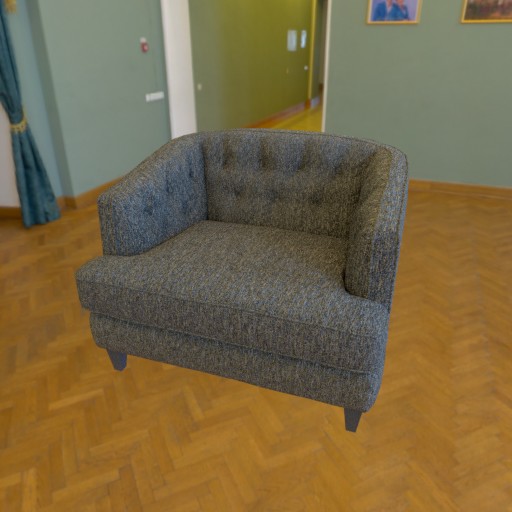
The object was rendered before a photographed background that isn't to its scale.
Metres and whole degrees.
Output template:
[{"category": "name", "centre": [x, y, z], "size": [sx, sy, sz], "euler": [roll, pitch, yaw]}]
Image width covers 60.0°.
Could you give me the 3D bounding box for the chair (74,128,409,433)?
[{"category": "chair", "centre": [0.000, 0.000, 1.798], "size": [1.104, 0.852, 0.941], "euler": [9, 27, 17]}]
